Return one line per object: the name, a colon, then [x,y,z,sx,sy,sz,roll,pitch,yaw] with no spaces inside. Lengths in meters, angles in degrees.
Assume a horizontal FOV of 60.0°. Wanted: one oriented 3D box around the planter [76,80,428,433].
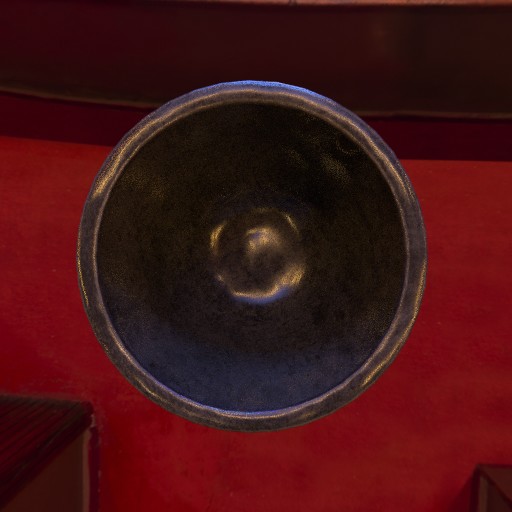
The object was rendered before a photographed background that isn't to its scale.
planter: [0.000,0.000,0.337,0.197,0.191,0.197,0,90,2]
